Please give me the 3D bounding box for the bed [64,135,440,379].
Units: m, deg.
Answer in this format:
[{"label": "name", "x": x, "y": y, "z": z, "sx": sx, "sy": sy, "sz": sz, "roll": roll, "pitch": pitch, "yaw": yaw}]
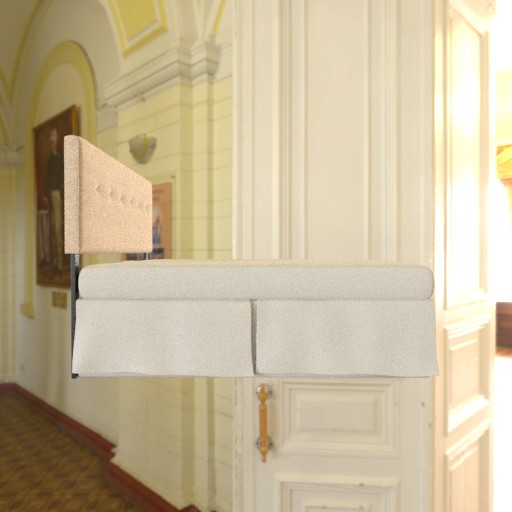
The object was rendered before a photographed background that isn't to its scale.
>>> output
[{"label": "bed", "x": 0.000, "y": 0.000, "z": 3.075, "sx": 1.978, "sy": 1.270, "sz": 1.643, "roll": 0, "pitch": 1, "yaw": 0}]
